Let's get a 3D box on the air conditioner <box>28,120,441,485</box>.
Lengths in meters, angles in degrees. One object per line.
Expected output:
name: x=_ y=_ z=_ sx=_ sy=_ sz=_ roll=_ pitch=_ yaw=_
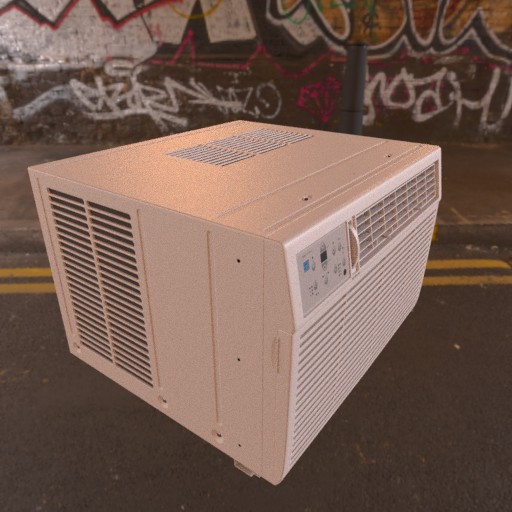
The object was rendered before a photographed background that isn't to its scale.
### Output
air conditioner: x=0.000 y=0.000 z=1.005 sx=0.599 sy=0.455 sz=0.645 roll=18 pitch=32 yaw=32
